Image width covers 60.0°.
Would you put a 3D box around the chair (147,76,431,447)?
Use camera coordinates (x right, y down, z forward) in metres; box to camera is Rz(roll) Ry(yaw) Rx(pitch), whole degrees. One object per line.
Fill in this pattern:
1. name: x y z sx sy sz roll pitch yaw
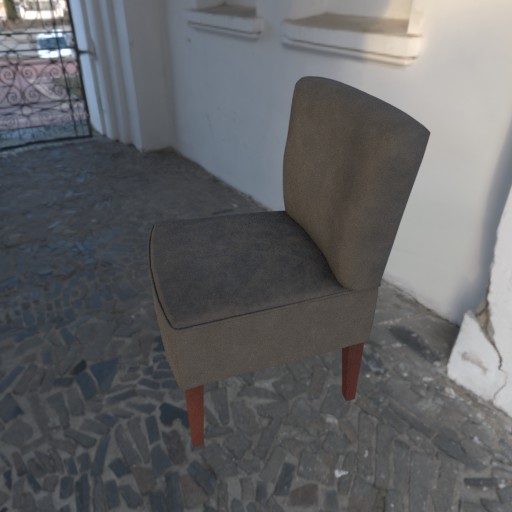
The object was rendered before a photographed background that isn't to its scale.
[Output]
1. chair: 0.000 0.000 1.169 0.554 0.806 0.521 -8 33 -13
